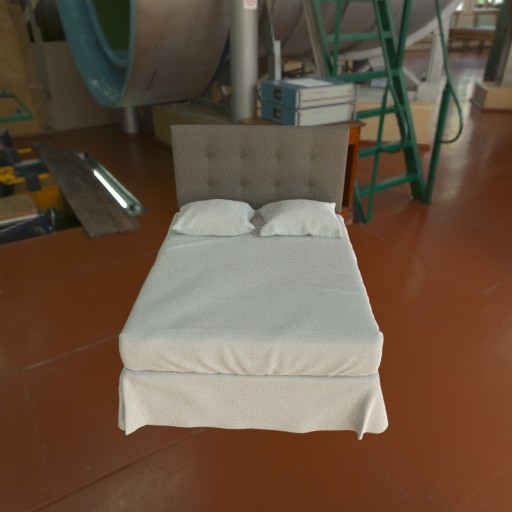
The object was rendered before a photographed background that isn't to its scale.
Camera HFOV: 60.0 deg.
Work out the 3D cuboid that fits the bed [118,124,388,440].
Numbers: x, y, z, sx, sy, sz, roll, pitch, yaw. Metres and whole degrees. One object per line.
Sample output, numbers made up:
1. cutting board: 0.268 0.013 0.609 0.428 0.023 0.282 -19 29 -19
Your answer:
1. bed: 0.000 0.000 3.541 1.936 1.577 2.222 1 30 2
